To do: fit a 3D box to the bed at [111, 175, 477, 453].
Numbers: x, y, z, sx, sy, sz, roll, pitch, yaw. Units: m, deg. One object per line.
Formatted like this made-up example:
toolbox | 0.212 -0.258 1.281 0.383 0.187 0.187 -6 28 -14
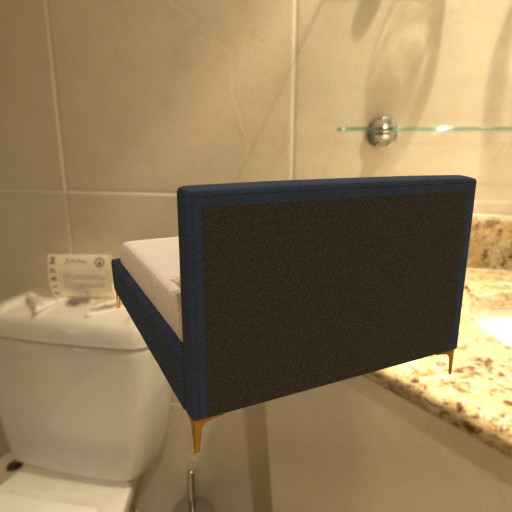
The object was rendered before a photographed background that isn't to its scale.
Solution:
bed | 0.000 0.000 3.196 1.723 1.231 2.172 -7 15 -25
